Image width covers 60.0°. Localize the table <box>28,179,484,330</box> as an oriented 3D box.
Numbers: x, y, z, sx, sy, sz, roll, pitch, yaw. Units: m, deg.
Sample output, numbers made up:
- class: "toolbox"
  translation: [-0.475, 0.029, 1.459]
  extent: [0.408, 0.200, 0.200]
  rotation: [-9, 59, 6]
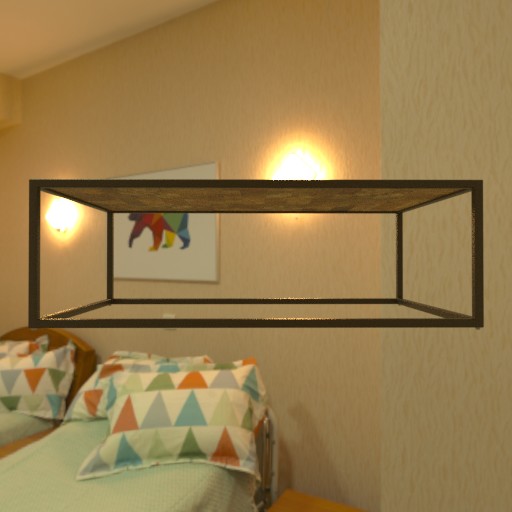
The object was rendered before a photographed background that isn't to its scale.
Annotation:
- class: "table"
  translation: [0.000, 0.000, 1.491]
  extent: [1.199, 0.398, 0.649]
  rotation: [0, -1, -1]
